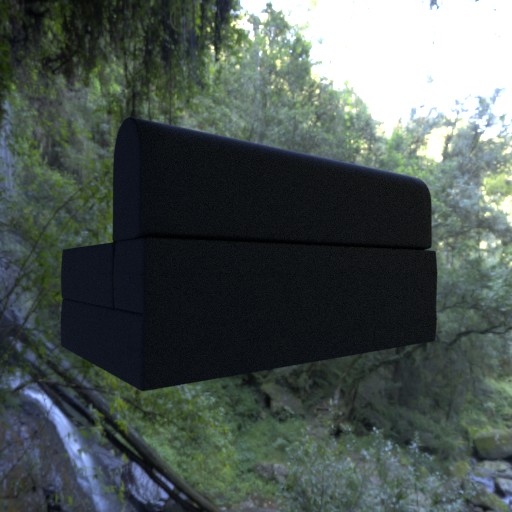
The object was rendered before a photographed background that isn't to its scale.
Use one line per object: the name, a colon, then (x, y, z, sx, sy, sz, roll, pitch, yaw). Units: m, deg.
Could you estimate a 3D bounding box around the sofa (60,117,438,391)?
sofa: (0.000, 0.000, 1.670, 1.219, 0.660, 0.762, 1, -2, -37)
